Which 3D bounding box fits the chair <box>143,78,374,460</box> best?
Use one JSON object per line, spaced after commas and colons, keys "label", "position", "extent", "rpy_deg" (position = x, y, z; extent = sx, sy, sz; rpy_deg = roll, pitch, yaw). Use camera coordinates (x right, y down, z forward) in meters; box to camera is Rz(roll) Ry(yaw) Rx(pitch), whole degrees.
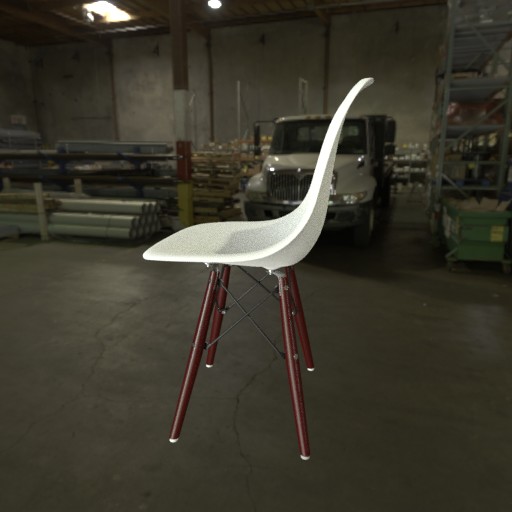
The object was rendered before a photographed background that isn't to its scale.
{"label": "chair", "position": [0.000, 0.000, 1.129], "extent": [0.533, 0.826, 0.470], "rpy_deg": [2, 13, 6]}
